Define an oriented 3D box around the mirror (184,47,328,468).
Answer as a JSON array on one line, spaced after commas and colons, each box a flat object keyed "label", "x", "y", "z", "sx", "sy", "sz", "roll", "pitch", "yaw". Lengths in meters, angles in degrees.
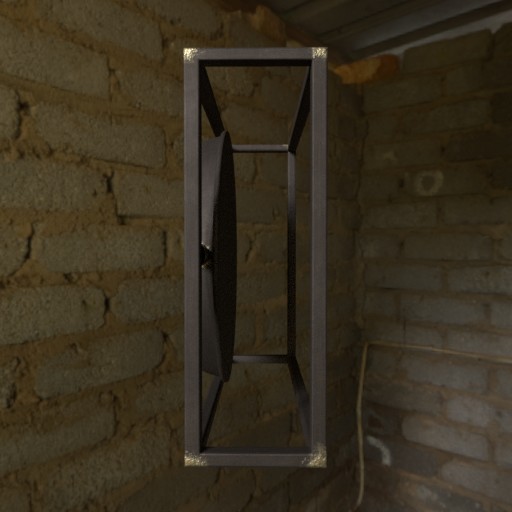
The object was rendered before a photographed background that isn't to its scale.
[{"label": "mirror", "x": 0.000, "y": 0.000, "z": 0.473, "sx": 0.107, "sy": 0.303, "sz": 0.306, "roll": 0, "pitch": 1, "yaw": 1}]
